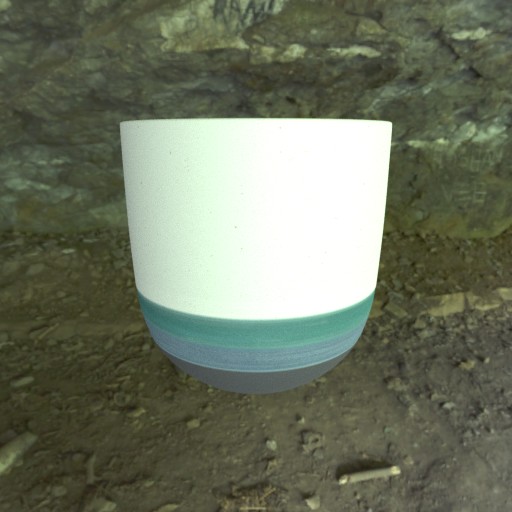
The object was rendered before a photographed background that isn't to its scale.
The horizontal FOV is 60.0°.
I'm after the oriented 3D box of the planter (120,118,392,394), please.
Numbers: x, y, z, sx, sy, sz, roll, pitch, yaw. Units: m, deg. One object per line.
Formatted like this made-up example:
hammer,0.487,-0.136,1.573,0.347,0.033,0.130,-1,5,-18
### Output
planter,0.000,0.000,0.373,0.204,0.214,0.204,0,15,0
